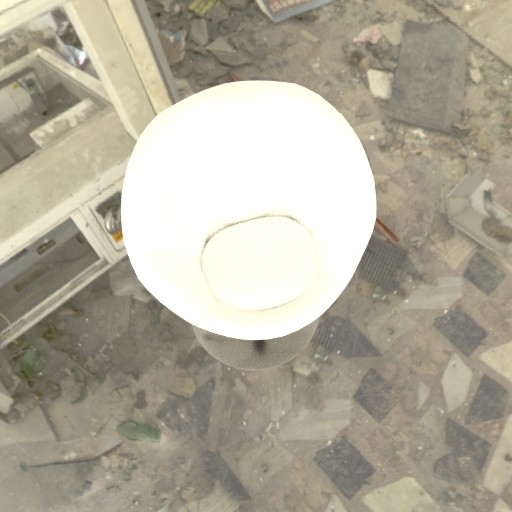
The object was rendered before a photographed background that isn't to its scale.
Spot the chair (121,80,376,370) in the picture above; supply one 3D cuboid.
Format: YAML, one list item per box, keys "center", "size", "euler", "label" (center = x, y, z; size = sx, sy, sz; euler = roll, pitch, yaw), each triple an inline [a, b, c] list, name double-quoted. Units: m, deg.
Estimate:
- center: [0.000, 0.000, 1.870]
  size: [0.940, 1.261, 0.736]
  euler: [-15, 65, -7]
  label: "chair"
